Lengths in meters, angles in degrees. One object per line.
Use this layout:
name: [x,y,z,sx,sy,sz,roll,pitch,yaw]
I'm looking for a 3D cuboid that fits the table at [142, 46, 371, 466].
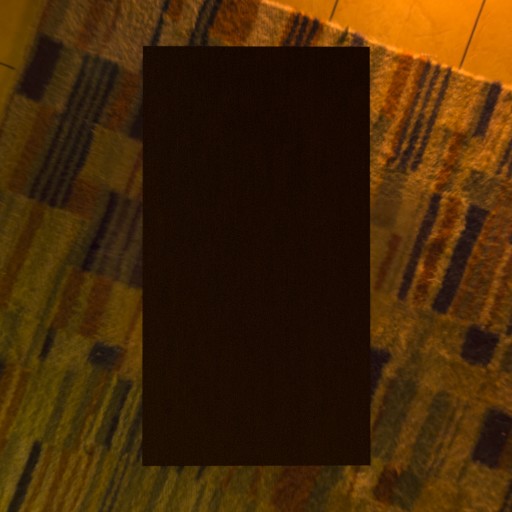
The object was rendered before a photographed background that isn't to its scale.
table: [0.000,0.000,1.373,0.597,0.424,1.099,0,90,0]
